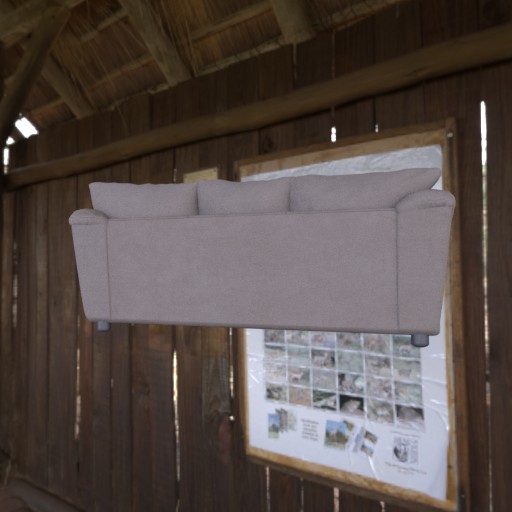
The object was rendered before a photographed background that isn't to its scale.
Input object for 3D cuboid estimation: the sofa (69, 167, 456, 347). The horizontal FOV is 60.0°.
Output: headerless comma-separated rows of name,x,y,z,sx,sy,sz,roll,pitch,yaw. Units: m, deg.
sofa,0.000,0.000,2.876,2.377,0.981,0.893,-1,-2,17
